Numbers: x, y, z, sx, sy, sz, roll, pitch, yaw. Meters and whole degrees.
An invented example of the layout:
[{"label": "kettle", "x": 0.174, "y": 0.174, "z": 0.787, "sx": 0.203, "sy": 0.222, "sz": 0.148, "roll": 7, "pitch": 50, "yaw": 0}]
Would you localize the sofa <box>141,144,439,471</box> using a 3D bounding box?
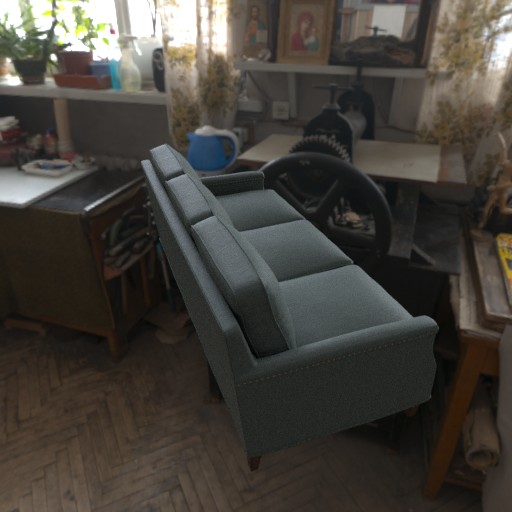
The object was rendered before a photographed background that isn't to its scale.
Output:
[{"label": "sofa", "x": 0.000, "y": 0.000, "z": 2.816, "sx": 1.084, "sy": 1.003, "sz": 2.246, "roll": -11, "pitch": 32, "yaw": -18}]
